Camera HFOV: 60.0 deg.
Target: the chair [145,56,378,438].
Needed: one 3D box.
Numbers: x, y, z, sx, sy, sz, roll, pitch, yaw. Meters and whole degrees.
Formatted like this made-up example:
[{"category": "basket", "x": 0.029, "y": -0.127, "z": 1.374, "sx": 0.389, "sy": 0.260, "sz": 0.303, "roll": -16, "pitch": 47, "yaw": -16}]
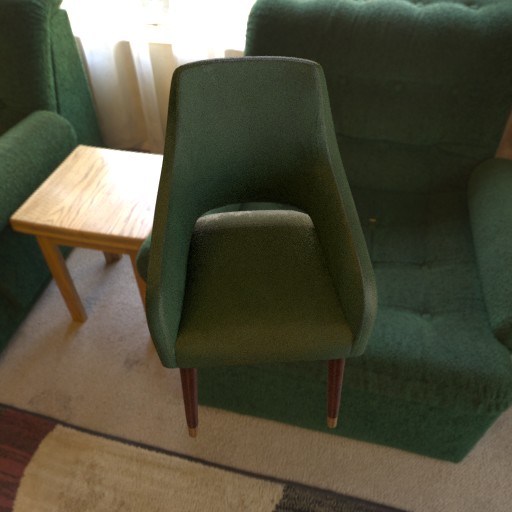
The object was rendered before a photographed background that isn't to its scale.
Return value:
[{"category": "chair", "x": 0.000, "y": 0.000, "z": 1.559, "sx": 0.683, "sy": 1.081, "sz": 0.794, "roll": -3, "pitch": 45, "yaw": -3}]
